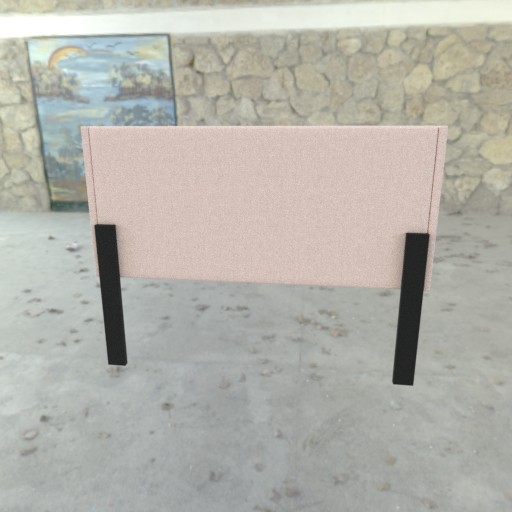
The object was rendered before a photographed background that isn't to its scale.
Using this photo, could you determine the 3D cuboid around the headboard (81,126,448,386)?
[{"bbox_3d":[0.000,0.000,2.709,2.051,1.524,0.184,2,16,7],"label":"headboard"}]
